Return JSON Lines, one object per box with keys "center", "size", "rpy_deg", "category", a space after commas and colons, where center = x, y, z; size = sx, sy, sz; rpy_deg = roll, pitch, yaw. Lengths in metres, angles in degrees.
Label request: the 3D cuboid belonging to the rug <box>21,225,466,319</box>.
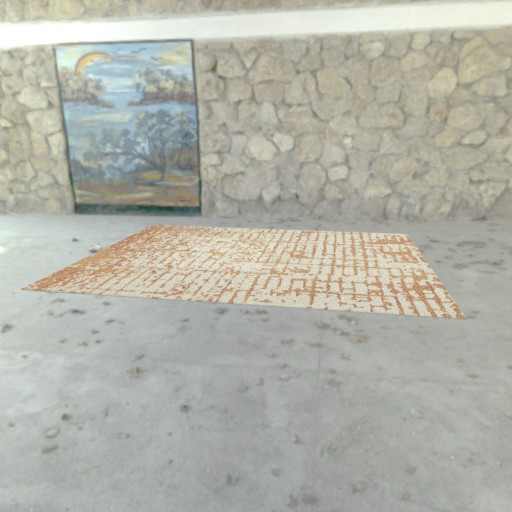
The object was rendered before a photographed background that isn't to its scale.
{"center": [0.000, 0.000, 4.125], "size": [3.050, 0.011, 2.441], "rpy_deg": [3, 15, 10], "category": "rug"}
